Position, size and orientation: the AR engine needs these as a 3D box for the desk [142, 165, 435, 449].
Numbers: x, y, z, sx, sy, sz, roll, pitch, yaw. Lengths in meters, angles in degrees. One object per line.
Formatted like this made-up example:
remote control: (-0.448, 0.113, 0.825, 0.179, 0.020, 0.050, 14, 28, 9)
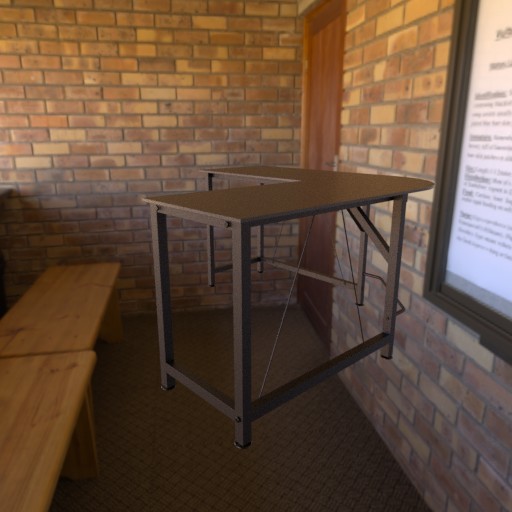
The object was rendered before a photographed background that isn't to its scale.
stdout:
desk: (0.000, 0.000, 2.255, 1.400, 0.762, 1.400, -14, 21, -41)
